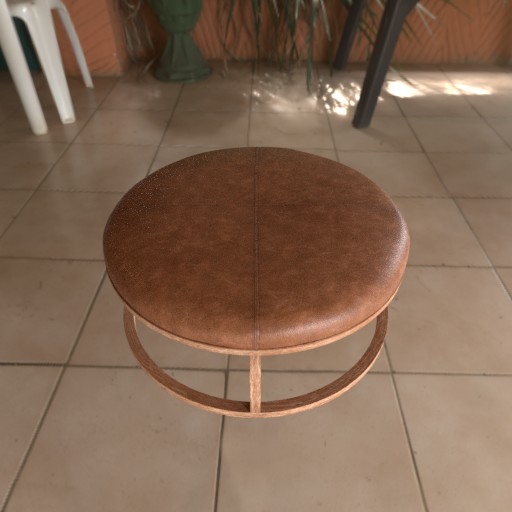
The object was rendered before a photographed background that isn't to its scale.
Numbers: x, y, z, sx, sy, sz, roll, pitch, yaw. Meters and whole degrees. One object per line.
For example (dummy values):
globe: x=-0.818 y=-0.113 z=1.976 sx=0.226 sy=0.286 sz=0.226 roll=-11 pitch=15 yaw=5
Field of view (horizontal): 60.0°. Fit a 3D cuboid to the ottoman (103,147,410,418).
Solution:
ottoman: x=0.000 y=0.000 z=1.583 sx=1.006 sy=0.445 sz=1.006 roll=0 pitch=40 yaw=0
